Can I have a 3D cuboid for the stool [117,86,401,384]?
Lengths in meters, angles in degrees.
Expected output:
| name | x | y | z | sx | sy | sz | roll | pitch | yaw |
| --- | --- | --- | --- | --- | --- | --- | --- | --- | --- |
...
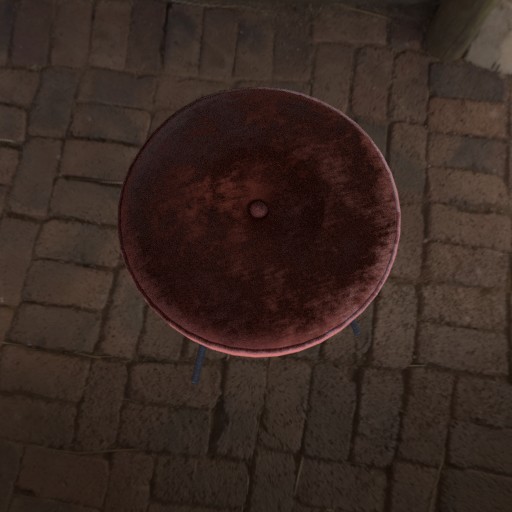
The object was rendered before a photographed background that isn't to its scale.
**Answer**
| name | x | y | z | sx | sy | sz | roll | pitch | yaw |
| --- | --- | --- | --- | --- | --- | --- | --- | --- | --- |
| stool | 0.000 | 0.000 | 0.908 | 0.457 | 0.593 | 0.421 | -16 | 76 | -4 |
